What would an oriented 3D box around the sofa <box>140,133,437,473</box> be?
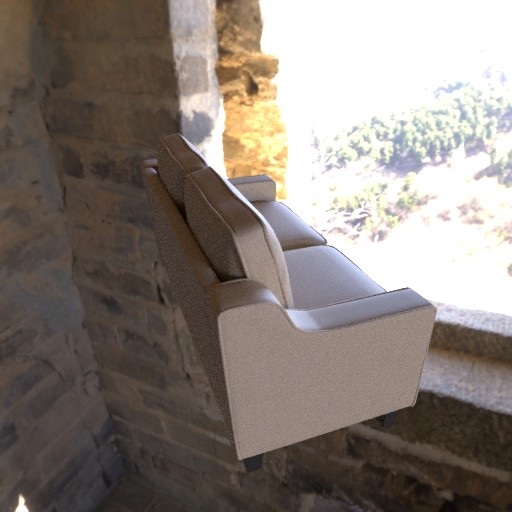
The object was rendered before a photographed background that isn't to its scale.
[{"bbox_3d":[0.000,0.000,3.470,1.351,1.562,2.587,-10,30,-18],"label":"sofa"}]
